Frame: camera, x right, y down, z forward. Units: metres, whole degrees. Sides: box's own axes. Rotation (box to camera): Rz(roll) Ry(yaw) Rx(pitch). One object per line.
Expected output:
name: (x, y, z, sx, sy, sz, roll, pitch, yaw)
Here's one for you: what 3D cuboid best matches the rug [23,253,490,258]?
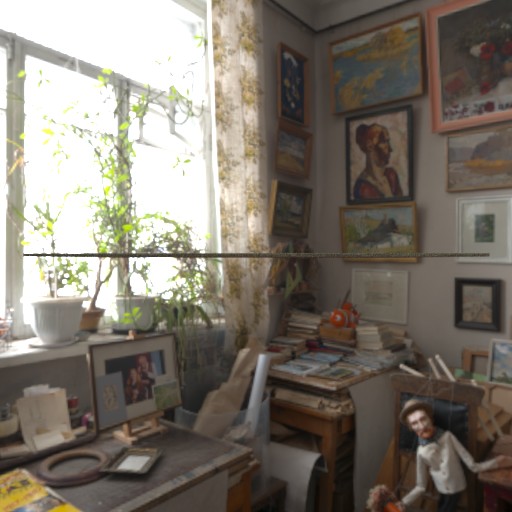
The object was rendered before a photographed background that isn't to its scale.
rug: (0.000, 0.000, 2.934, 2.297, 0.018, 1.532, 0, 0, 1)
